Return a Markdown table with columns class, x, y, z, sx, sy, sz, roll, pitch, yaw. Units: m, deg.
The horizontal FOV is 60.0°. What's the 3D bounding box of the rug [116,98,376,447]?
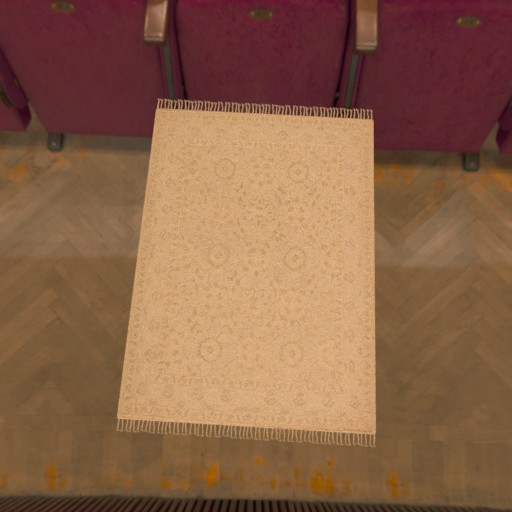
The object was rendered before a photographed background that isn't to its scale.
| class | x | y | z | sx | sy | sz | roll | pitch | yaw |
| --- | --- | --- | --- | --- | --- | --- | --- | --- | --- |
| rug | 0.000 | 0.000 | 2.292 | 1.223 | 0.015 | 1.771 | 3 | 76 | 1 |
